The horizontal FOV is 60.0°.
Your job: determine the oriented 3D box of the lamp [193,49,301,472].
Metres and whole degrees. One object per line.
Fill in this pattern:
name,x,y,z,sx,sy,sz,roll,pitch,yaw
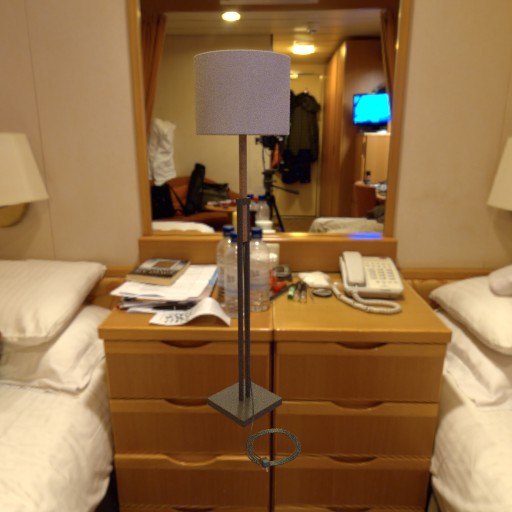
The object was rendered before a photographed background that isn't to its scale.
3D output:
lamp,0.000,0.000,1.965,0.639,1.650,0.474,14,20,43
